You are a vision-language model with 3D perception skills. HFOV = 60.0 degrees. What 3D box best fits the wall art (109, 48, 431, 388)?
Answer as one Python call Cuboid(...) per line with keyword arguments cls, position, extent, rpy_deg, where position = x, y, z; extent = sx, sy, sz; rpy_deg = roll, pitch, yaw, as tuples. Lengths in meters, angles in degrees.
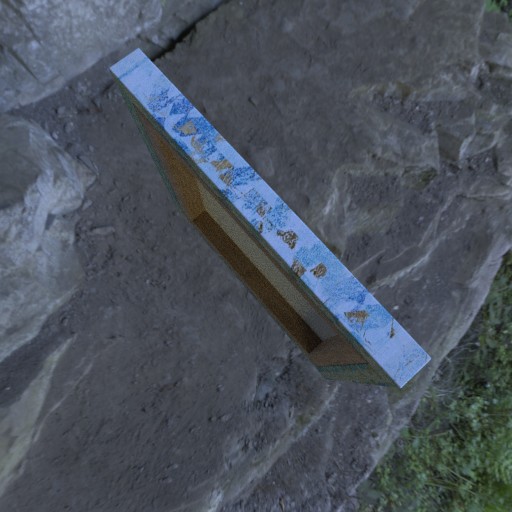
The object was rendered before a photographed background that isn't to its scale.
Cuboid(cls="wall art", position=(0.000, 0.000, 0.602), extent=(0.037, 0.405, 0.405), rpy_deg=(-40, 79, -9))
